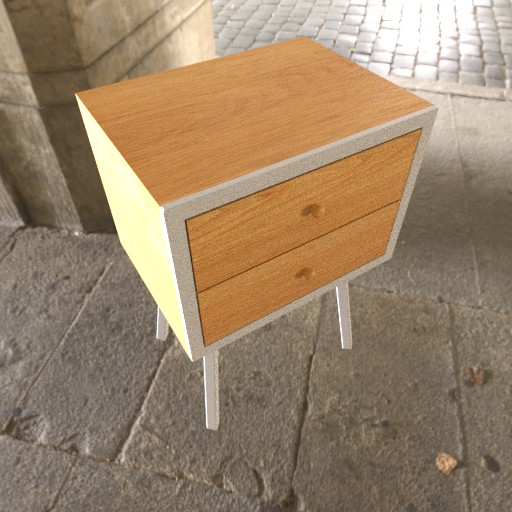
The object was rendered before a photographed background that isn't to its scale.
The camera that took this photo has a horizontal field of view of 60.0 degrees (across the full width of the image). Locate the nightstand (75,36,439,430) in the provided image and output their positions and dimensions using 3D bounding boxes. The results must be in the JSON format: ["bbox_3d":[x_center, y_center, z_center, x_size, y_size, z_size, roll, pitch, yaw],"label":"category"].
[{"bbox_3d":[0.000,0.000,0.819,0.400,0.601,0.316,-24,51,-22],"label":"nightstand"}]
